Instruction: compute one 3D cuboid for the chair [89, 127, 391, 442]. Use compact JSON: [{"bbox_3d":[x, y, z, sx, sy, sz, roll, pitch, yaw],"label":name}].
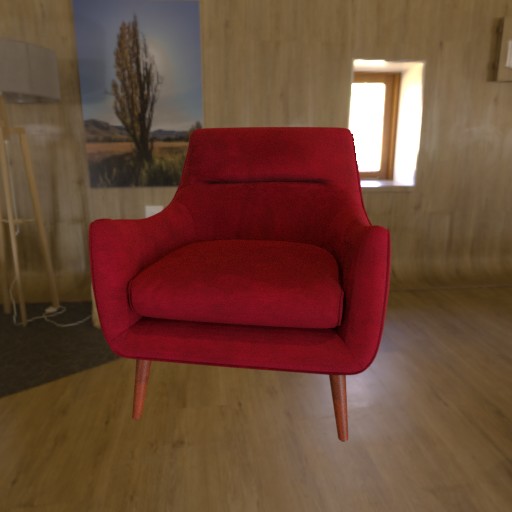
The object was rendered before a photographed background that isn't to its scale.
[{"bbox_3d":[0.000,0.000,1.454,0.762,0.838,0.787,2,14,9],"label":"chair"}]
